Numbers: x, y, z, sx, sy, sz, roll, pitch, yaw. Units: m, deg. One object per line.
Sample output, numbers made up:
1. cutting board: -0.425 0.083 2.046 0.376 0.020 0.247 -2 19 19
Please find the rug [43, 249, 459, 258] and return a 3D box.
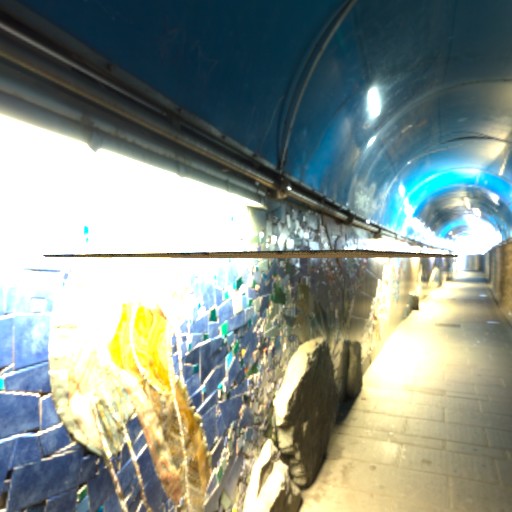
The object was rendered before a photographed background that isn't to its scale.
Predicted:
1. rug: 0.000 0.000 4.056 3.000 0.026 2.399 0 -1 35
